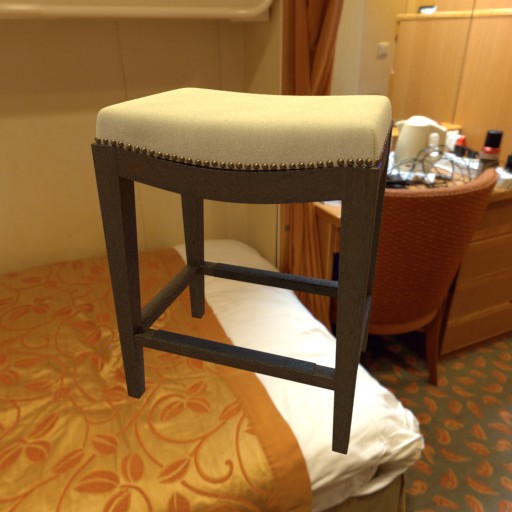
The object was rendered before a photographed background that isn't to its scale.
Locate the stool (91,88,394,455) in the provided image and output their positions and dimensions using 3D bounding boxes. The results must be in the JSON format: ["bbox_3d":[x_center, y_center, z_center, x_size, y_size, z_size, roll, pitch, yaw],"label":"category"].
[{"bbox_3d":[0.000,0.000,0.957,0.500,0.642,0.361,9,28,16],"label":"stool"}]
